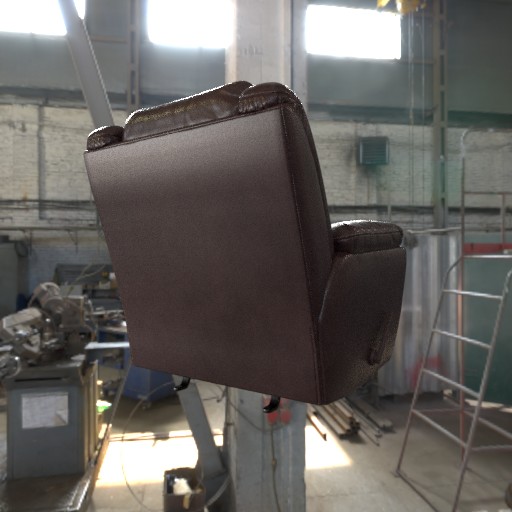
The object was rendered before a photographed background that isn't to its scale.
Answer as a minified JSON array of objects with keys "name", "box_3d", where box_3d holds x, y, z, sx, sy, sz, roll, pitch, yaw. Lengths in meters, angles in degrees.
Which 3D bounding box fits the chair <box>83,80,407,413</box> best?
[{"name":"chair","box_3d":[0.000,0.000,1.851,0.990,1.093,1.041,0,0,35]}]
